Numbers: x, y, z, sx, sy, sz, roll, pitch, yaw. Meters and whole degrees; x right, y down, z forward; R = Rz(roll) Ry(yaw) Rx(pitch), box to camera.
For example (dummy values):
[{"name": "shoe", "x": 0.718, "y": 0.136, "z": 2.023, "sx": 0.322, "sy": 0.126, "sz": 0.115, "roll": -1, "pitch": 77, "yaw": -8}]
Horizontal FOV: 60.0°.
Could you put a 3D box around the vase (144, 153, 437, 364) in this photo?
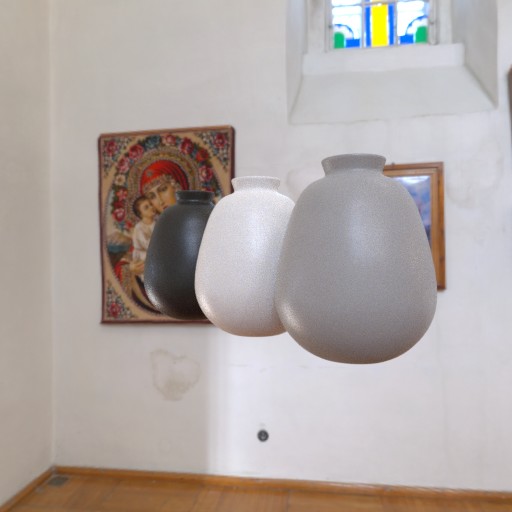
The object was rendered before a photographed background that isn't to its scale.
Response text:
[{"name": "vase", "x": 0.000, "y": 0.000, "z": 0.356, "sx": 0.097, "sy": 0.122, "sz": 0.297, "roll": -1, "pitch": 1, "yaw": -37}]
